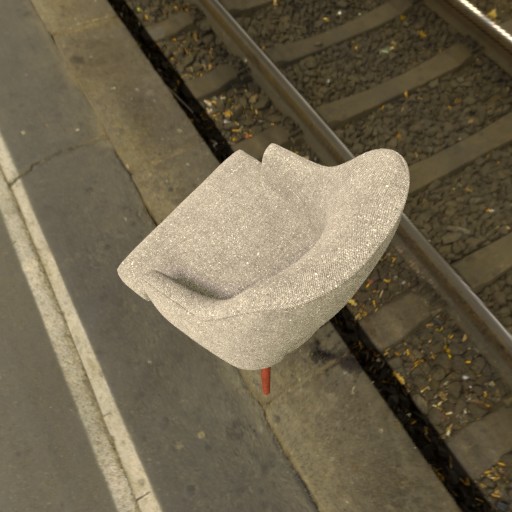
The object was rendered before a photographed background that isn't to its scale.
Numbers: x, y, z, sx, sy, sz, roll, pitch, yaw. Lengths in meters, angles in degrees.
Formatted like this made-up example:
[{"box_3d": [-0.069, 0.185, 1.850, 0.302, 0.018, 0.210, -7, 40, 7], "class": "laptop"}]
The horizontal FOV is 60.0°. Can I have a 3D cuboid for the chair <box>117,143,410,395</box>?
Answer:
[{"box_3d": [0.000, 0.000, 1.312, 0.629, 0.875, 0.608, 35, 68, 16], "class": "chair"}]
